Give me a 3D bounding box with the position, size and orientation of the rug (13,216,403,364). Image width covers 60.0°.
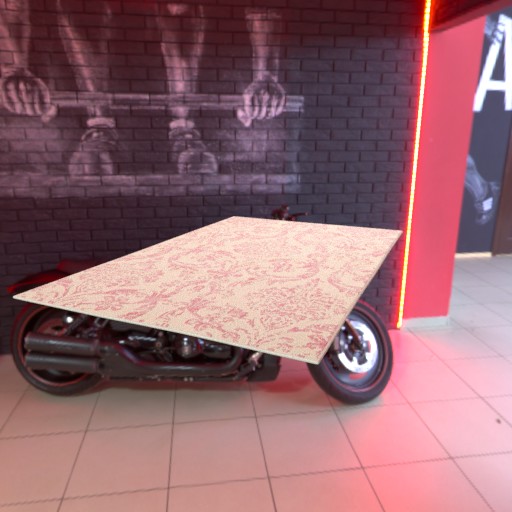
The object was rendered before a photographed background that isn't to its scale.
[{"bbox_3d":[0.000,0.000,2.262,1.219,0.012,1.839,7,17,24],"label":"rug"}]
